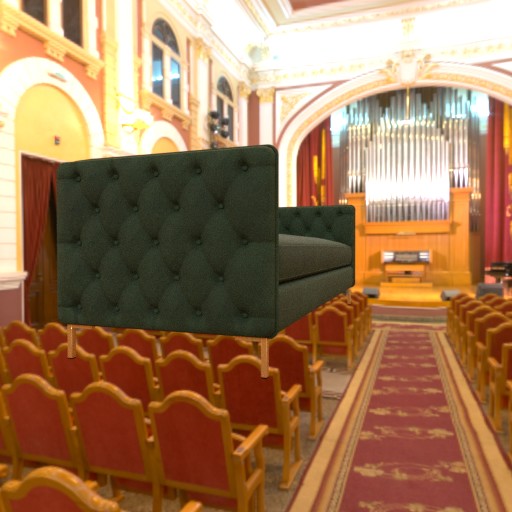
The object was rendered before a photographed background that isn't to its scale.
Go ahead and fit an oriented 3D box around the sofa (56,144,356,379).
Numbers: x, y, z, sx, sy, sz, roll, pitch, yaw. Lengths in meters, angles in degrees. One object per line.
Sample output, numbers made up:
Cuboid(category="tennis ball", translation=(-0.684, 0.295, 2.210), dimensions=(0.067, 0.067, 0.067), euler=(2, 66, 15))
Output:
Cuboid(category="sofa", translation=(0.000, 0.000, 2.572), dimensions=(0.895, 0.771, 2.209), euler=(0, 1, 19))
